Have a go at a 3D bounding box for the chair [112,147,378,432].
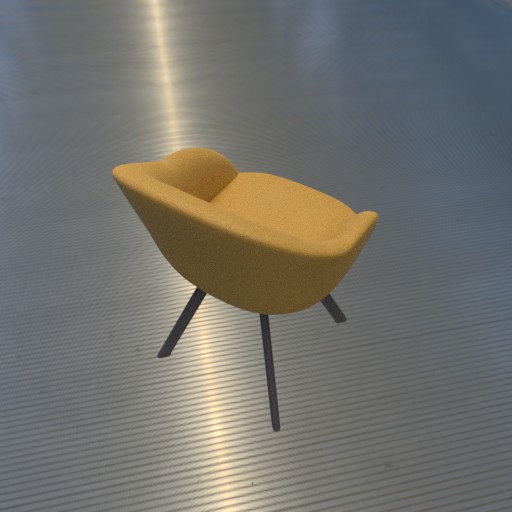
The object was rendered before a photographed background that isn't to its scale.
[{"bbox_3d":[0.000,0.000,1.222,0.551,0.793,0.583,25,52,22],"label":"chair"}]
